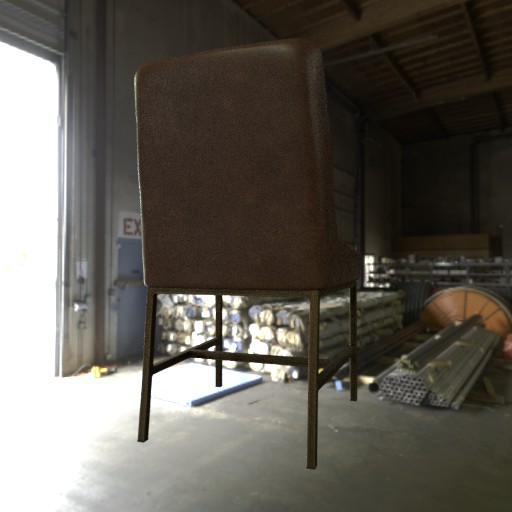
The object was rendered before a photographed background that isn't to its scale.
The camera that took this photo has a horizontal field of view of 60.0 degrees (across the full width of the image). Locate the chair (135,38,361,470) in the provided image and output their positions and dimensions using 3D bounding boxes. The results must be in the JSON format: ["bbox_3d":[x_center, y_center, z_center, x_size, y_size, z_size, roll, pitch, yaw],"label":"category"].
[{"bbox_3d":[0.000,0.000,1.217,0.508,0.889,0.587,0,-1,20],"label":"chair"}]
